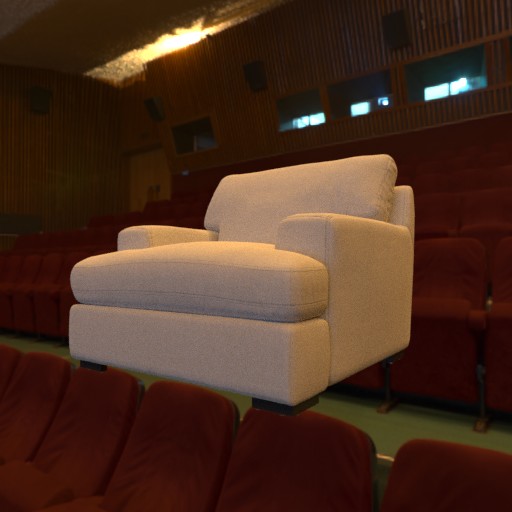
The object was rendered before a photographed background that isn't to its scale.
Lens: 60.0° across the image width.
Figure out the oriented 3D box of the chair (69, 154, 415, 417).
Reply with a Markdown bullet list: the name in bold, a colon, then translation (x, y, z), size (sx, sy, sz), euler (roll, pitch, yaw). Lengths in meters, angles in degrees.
- **chair**: translation (0.000, 0.000, 1.968), size (1.140, 0.930, 1.158), euler (-1, -1, 36)
